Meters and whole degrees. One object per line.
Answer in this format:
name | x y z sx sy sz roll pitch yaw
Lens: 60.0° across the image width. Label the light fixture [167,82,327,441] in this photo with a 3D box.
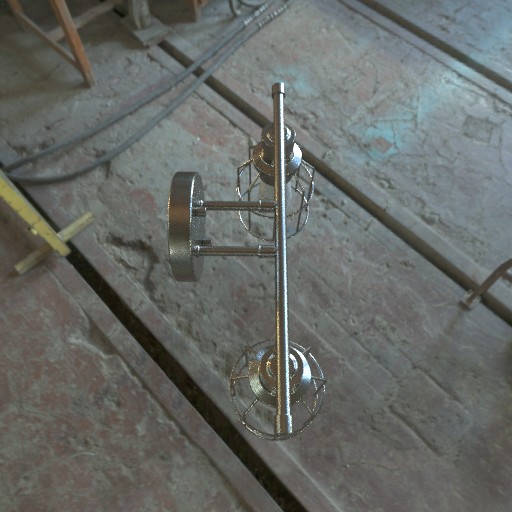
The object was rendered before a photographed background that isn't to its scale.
light fixture | 0.000 0.000 0.533 0.165 0.254 0.406 1 64 0
